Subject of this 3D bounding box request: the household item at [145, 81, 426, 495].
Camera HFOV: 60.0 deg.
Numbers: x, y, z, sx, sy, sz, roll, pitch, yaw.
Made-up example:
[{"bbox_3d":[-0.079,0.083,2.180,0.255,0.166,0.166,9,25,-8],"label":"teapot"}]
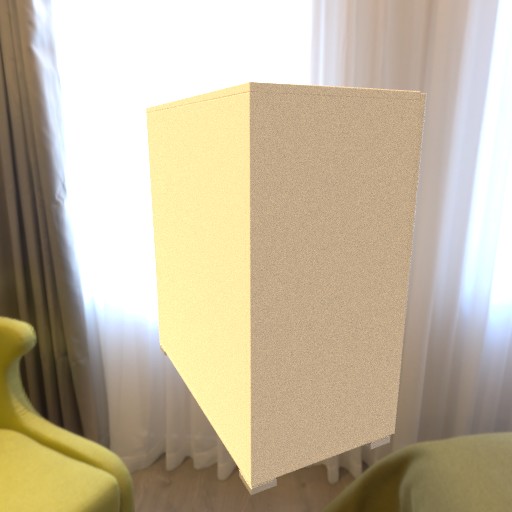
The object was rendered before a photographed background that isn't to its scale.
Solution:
[{"bbox_3d":[0.000,0.000,1.318,0.420,0.870,0.800,-7,17,-25],"label":"household item"}]
